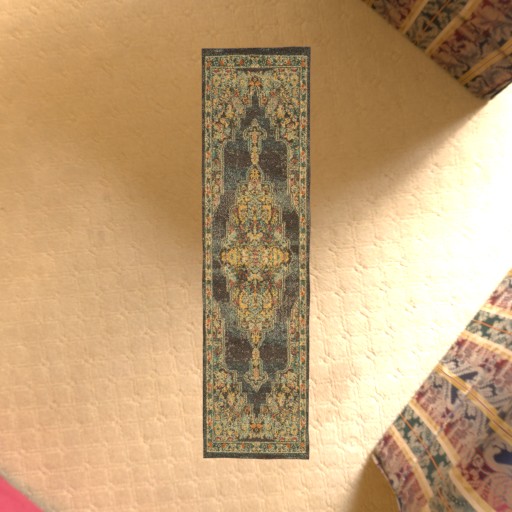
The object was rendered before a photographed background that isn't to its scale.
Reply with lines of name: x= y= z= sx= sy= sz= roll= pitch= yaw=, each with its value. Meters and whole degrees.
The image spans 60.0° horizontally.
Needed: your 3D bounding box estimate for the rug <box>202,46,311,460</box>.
rug: x=0.000 y=0.000 z=2.453 sx=0.602 sy=0.016 sz=2.283 roll=0 pitch=92 yaw=1
